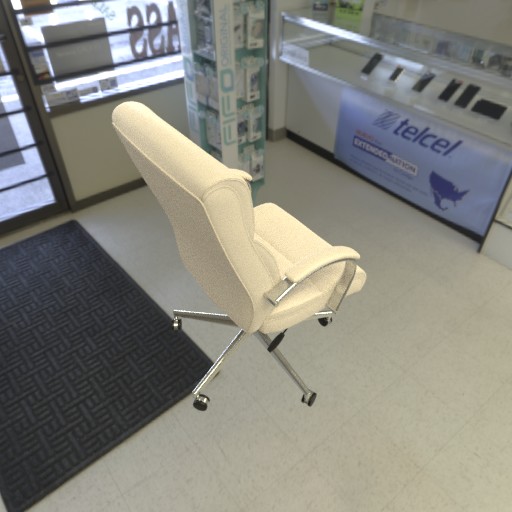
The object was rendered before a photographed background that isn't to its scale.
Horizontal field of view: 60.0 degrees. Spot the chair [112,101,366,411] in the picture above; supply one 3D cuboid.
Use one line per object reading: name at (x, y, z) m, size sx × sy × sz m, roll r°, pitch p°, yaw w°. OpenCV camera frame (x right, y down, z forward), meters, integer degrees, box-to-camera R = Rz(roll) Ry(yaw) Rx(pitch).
chair at (0.000, 0.000, 1.626) m, size 0.745 × 1.099 × 0.727 m, roll -25°, pitch 47°, yaw -26°
